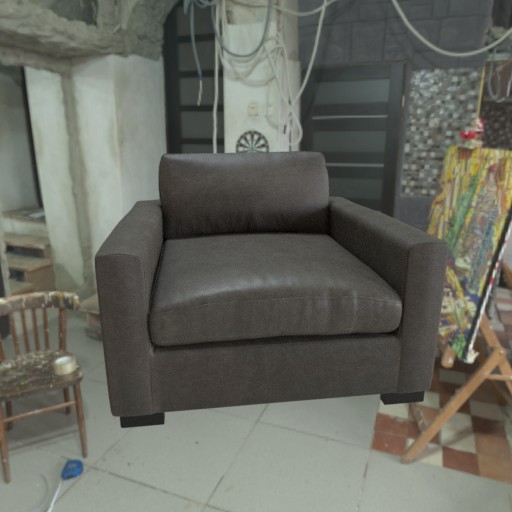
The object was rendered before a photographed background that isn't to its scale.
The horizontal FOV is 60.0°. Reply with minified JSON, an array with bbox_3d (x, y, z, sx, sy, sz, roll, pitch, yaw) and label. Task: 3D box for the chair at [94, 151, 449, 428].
[{"bbox_3d":[0.000,0.000,1.822,1.106,0.807,1.080,-2,16,-8],"label":"chair"}]
